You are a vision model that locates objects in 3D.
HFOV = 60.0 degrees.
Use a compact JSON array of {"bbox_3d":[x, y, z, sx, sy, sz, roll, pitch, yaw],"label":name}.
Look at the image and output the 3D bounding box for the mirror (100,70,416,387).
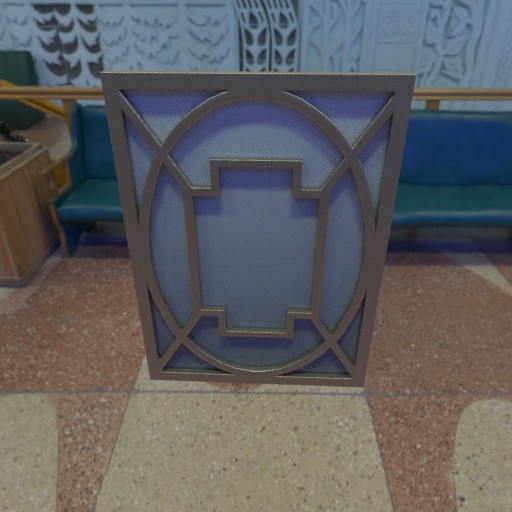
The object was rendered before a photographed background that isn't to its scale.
[{"bbox_3d":[0.000,0.000,1.325,0.756,1.023,0.032,1,30,2],"label":"mirror"}]
